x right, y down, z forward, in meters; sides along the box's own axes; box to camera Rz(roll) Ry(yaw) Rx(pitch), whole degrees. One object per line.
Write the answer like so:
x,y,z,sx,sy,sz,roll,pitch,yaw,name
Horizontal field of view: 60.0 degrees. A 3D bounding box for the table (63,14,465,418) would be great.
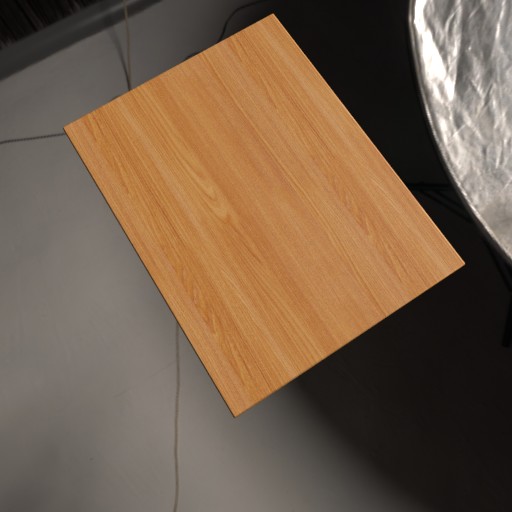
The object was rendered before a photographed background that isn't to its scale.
0.000,0.000,0.724,0.270,0.550,0.350,-32,78,-7,table
